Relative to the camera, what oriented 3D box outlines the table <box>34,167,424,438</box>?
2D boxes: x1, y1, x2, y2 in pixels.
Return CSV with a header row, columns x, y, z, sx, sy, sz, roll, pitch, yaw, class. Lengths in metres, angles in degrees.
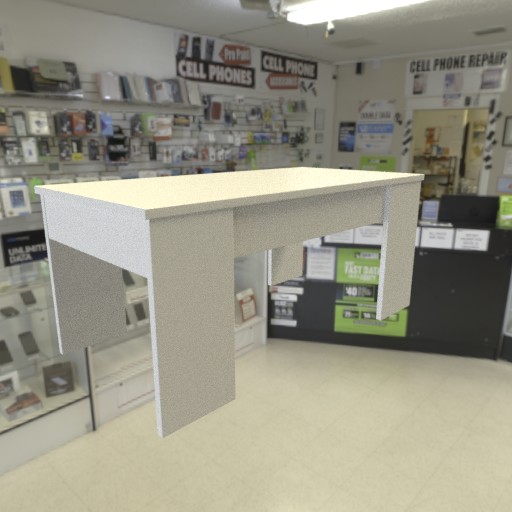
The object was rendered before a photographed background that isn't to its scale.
x,y,z,sx,sy,sz,roll,pitch,yaw,class
0.000,0.000,1.284,1.000,0.440,0.500,-14,21,-43,table
